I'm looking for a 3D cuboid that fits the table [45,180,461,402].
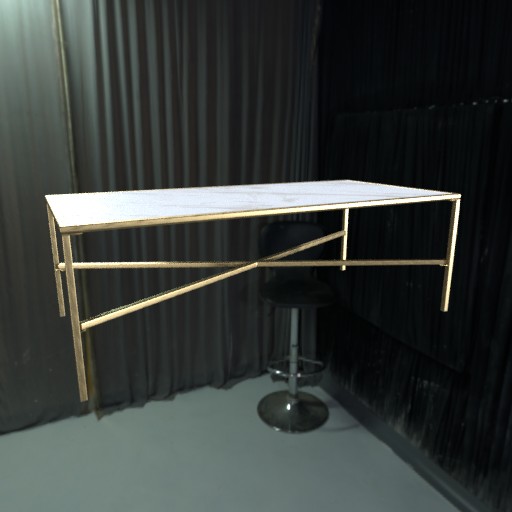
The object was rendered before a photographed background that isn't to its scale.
[{"bbox_3d":[0.000,0.000,1.465,1.197,0.405,0.577,-8,17,-26],"label":"table"}]
